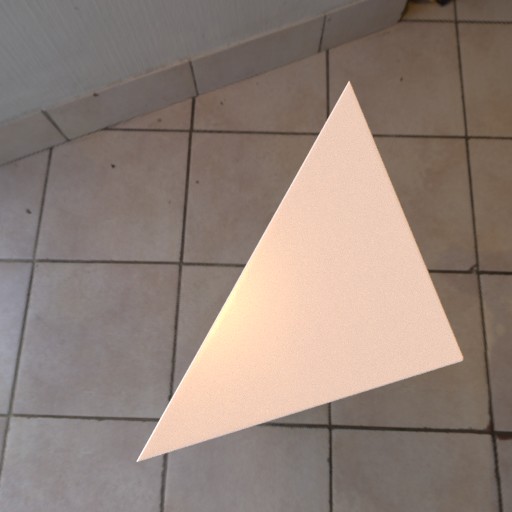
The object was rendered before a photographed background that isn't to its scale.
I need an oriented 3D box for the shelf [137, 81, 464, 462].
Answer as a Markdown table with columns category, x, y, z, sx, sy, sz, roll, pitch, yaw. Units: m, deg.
| category | x | y | z | sx | sy | sz | roll | pitch | yaw |
| --- | --- | --- | --- | --- | --- | --- | --- | --- | --- |
| shelf | 0.000 | 0.000 | 0.431 | 0.296 | 0.035 | 0.296 | -16 | 76 | -4 |
